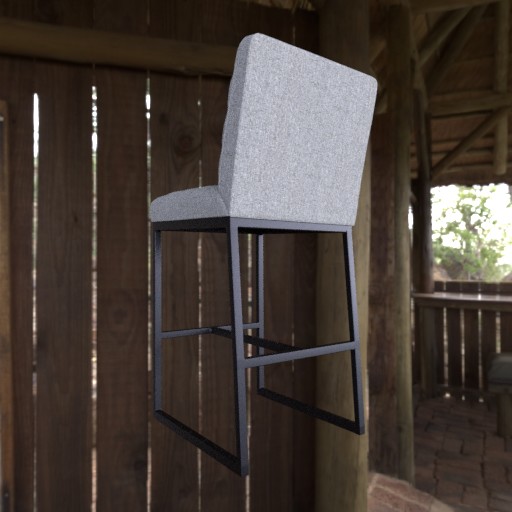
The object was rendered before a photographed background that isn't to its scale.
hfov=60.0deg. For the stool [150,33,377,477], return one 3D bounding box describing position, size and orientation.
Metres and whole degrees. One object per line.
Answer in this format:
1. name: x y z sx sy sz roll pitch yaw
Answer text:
1. stool: 0.000 0.000 1.351 0.459 1.034 0.571 1 -1 -37
